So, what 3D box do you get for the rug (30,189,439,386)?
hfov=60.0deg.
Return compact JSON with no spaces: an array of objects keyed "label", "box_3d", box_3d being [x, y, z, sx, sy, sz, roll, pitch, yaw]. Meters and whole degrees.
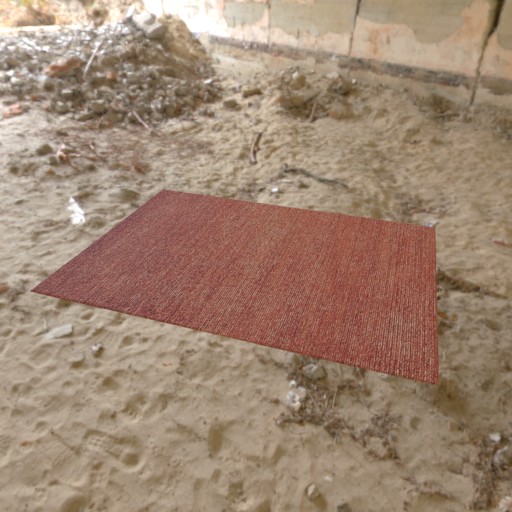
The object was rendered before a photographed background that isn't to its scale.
[{"label":"rug","box_3d":[0.000,0.000,5.148,3.965,0.025,2.803,10,33,16]}]
